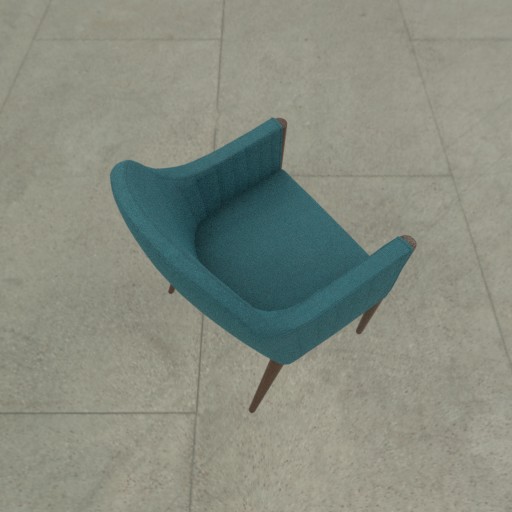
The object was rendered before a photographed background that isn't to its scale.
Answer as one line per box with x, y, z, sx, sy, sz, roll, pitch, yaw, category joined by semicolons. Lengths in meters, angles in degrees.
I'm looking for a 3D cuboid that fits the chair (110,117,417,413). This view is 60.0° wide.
0.000;0.000;1.384;0.652;0.907;0.656;-31;63;-18;chair
